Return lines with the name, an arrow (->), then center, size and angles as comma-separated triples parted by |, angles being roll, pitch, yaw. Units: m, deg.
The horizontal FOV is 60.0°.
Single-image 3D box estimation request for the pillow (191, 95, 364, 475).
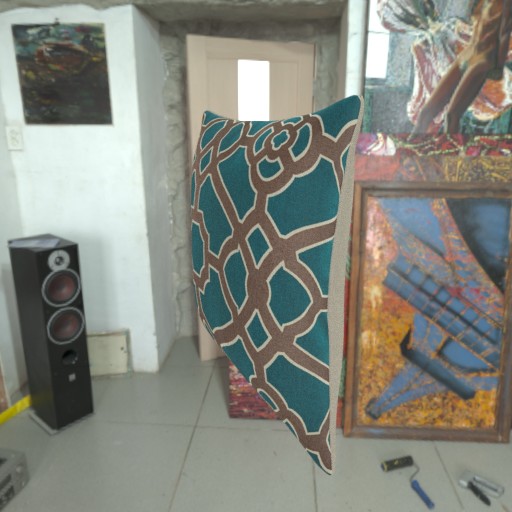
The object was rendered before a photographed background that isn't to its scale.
pillow -> 0.000, 0.000, 0.783 | 0.166, 0.507, 0.526 | -8, 18, -24
